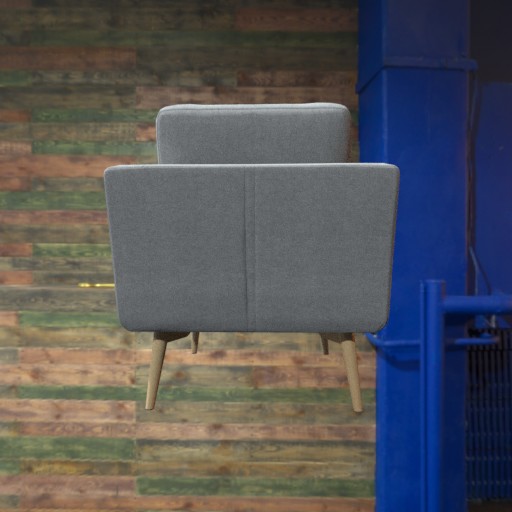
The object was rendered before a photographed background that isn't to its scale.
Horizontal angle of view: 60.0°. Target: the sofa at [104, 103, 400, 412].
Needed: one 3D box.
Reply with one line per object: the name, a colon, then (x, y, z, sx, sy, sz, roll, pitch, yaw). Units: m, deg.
sofa: (0.000, 0.000, 1.550, 0.770, 0.860, 0.920, 0, 0, 2)
